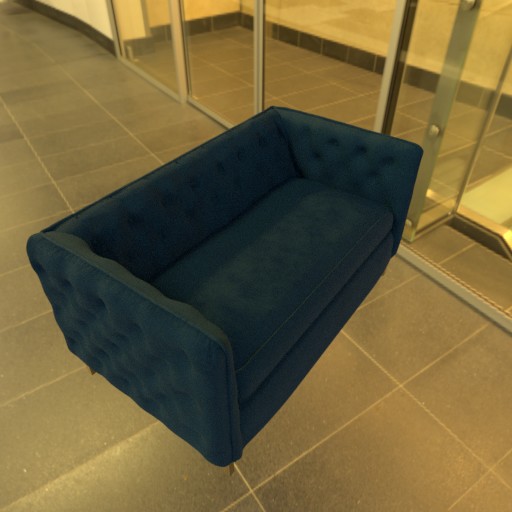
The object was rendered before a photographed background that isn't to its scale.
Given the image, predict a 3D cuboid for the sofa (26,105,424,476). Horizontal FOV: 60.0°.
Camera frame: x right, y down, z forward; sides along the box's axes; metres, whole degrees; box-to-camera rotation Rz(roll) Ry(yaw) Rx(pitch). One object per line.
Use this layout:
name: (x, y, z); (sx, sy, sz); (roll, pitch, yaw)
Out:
sofa: (0.000, 0.000, 2.057); (0.909, 0.810, 1.583); (25, 46, 27)
